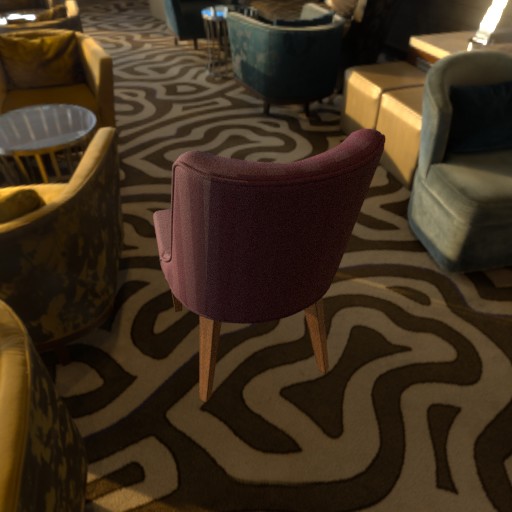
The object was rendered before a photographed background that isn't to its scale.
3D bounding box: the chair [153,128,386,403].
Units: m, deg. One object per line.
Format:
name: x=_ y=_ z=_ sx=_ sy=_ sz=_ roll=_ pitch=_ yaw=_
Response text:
chair: x=0.000 y=0.000 z=1.302 sx=0.548 sy=0.916 sz=0.638 roll=-10 pitch=41 yaw=-12
